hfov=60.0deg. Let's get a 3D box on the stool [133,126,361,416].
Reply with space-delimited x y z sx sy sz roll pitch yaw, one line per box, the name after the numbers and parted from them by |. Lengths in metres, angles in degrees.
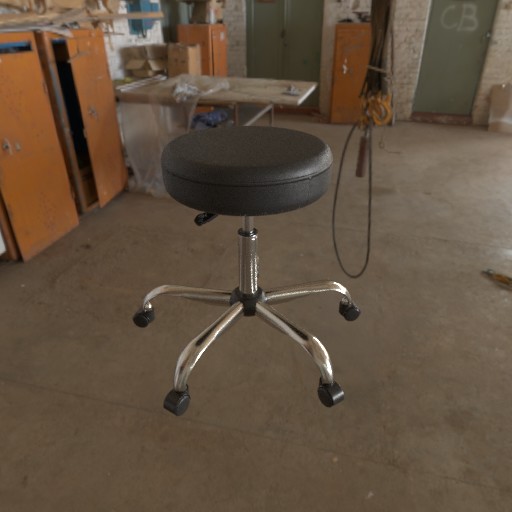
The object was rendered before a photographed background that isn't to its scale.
0.000 0.000 1.155 0.673 0.576 0.638 -21 35 -33 | stool
